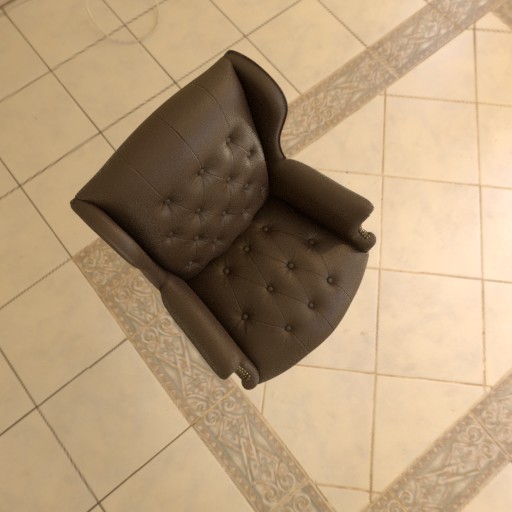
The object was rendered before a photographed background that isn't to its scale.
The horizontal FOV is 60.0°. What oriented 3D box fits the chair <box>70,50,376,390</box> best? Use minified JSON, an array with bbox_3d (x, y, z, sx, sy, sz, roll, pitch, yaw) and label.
[{"bbox_3d":[0.000,0.000,1.686,0.819,1.132,0.829,40,79,10],"label":"chair"}]
